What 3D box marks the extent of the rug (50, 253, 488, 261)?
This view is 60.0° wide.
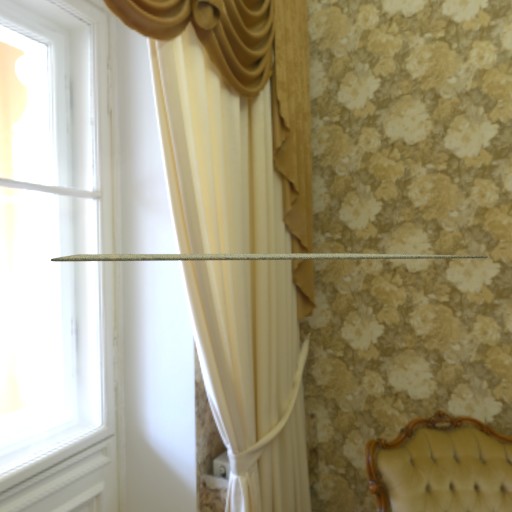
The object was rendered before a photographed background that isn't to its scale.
[{"bbox_3d":[0.000,0.000,2.911,2.283,0.013,1.547,0,1,-18],"label":"rug"}]
